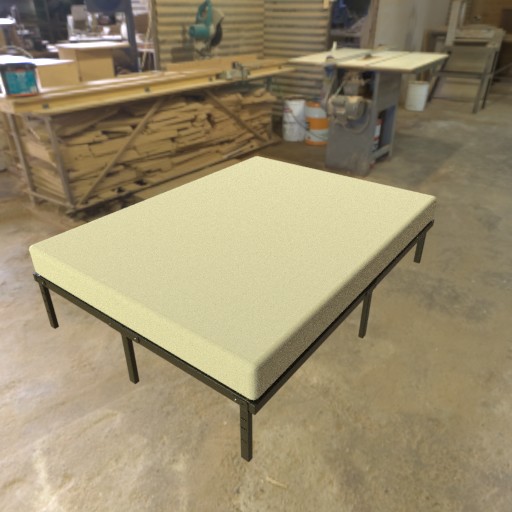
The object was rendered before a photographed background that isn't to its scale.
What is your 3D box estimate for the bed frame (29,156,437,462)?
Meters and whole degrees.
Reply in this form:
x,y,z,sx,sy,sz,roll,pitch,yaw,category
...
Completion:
x,y,z,sx,sy,sz,roll,pitch,yaw,category
0.000,0.000,3.583,1.990,0.680,2.635,21,36,32,bed frame
